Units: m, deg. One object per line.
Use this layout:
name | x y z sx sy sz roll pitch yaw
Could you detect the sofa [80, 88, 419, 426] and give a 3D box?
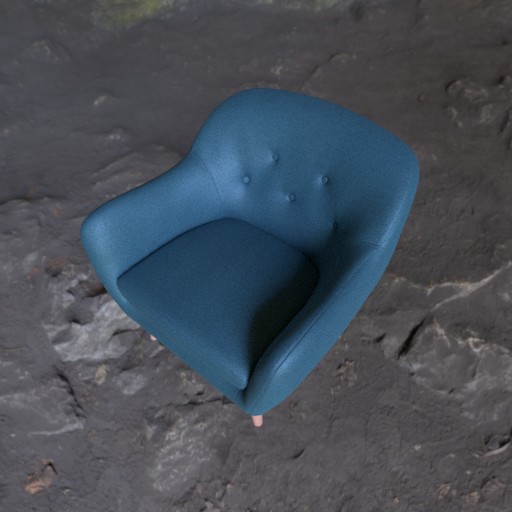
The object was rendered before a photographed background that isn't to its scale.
sofa | 0.000 0.000 1.545 0.836 0.817 0.825 31 54 26
